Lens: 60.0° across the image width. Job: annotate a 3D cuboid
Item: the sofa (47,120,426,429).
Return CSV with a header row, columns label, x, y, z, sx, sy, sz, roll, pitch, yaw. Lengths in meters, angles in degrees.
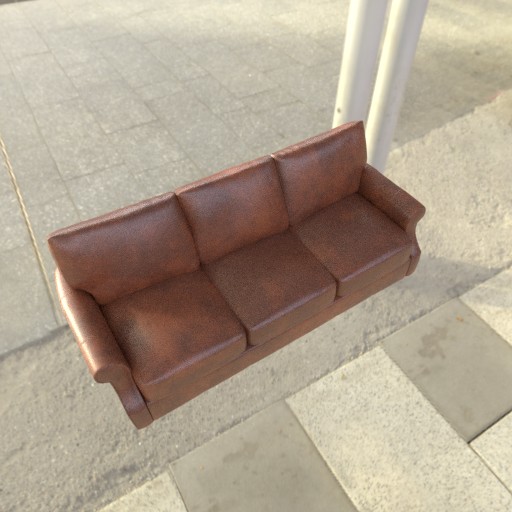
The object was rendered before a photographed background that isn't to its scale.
label,x,y,z,sx,sy,sz,roll,pitch,yaw
sofa,0.000,0.000,2.866,2.351,0.977,0.973,-25,52,-22
